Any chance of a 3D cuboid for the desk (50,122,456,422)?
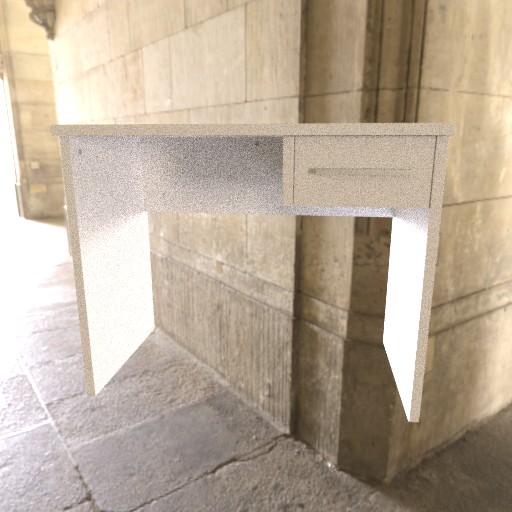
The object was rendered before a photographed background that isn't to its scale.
[{"bbox_3d":[0.000,0.000,1.304,0.900,0.729,0.498,2,15,8],"label":"desk"}]
